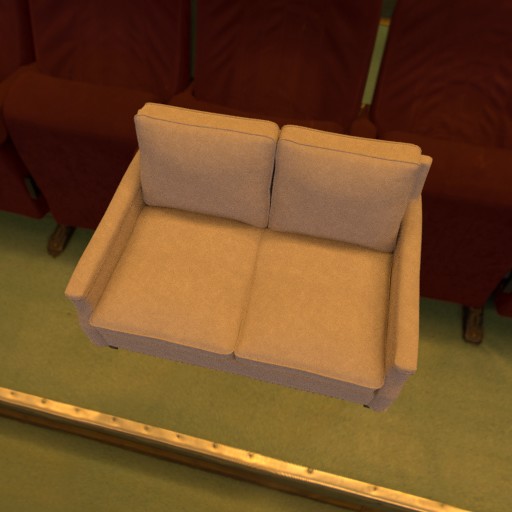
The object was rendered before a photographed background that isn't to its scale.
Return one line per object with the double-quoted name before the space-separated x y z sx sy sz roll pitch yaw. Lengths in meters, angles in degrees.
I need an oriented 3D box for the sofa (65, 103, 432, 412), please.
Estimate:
"sofa" 0.000 0.000 2.260 1.597 1.002 1.084 11 60 7
